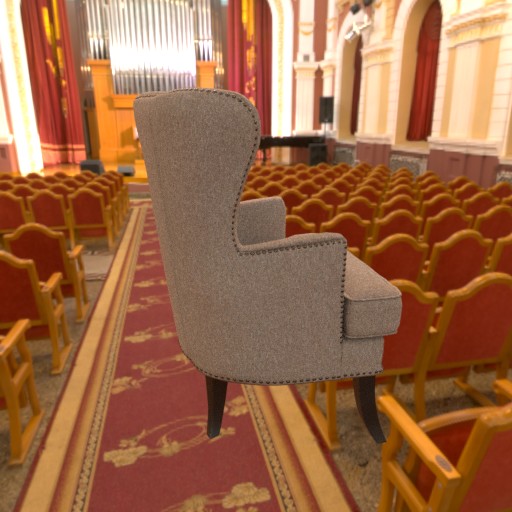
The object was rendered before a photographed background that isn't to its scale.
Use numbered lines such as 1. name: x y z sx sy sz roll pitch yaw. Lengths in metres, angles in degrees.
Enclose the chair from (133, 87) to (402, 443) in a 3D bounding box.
1. chair: 0.000 0.000 1.553 0.758 1.060 0.759 -3 17 -11
